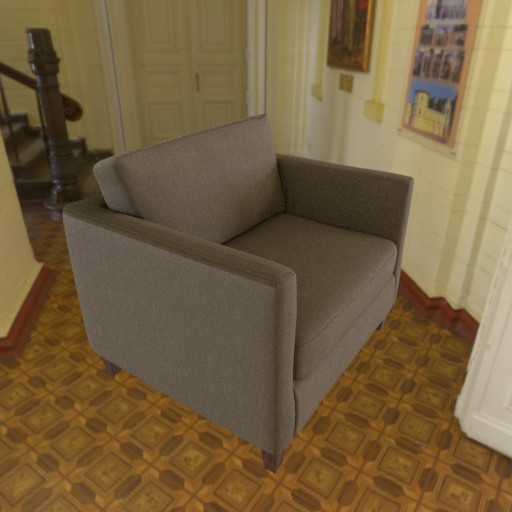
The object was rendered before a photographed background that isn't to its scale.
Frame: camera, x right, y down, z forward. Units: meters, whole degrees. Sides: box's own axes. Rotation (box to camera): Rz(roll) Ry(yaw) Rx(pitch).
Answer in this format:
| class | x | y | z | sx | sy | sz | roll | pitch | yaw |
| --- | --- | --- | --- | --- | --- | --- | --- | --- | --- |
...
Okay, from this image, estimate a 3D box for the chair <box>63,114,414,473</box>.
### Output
| class | x | y | z | sx | sy | sz | roll | pitch | yaw |
| --- | --- | --- | --- | --- | --- | --- | --- | --- | --- |
| chair | 0.000 | 0.000 | 1.826 | 0.959 | 0.963 | 1.107 | 18 | 32 | 31 |
